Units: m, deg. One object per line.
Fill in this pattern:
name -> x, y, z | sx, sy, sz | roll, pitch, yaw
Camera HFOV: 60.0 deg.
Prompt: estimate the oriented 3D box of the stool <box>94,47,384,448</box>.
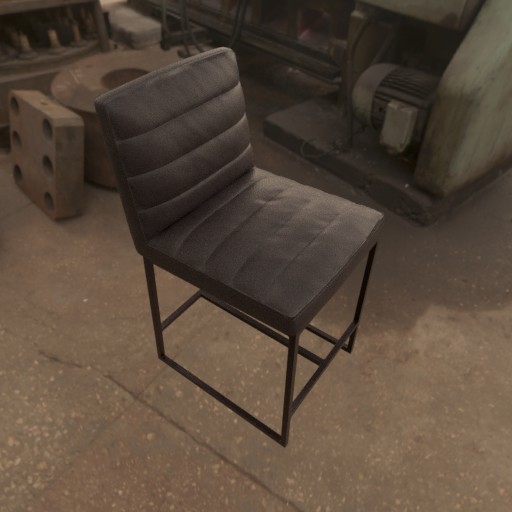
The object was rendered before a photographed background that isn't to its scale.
stool -> 0.000, 0.000, 1.259 | 0.562, 0.946, 0.463 | 26, 48, 26
